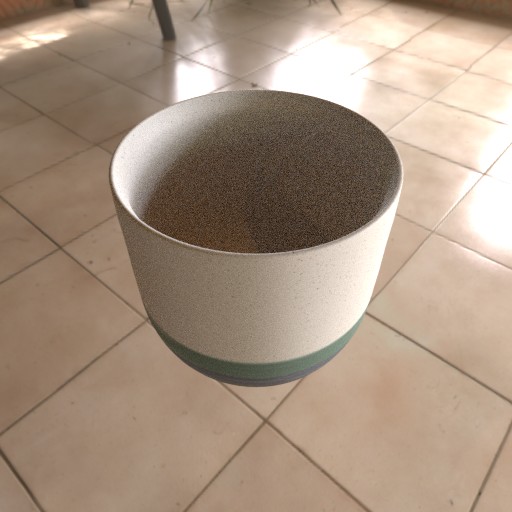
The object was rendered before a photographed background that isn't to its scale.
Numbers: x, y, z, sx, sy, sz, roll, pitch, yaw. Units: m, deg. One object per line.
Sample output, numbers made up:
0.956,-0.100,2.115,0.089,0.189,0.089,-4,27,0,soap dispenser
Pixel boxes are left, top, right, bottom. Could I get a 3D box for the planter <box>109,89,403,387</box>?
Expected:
0.000,0.000,0.505,0.268,0.270,0.268,0,46,0,planter
